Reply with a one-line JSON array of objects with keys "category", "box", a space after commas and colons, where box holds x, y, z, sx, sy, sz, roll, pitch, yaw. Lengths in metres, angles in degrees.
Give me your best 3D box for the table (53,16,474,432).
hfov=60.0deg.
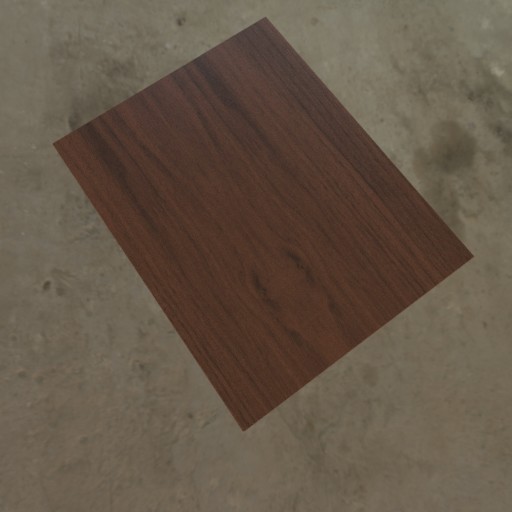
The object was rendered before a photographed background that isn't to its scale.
[{"category": "table", "box": [0.000, 0.000, 0.926, 0.381, 0.636, 0.480, -35, 78, -9]}]
